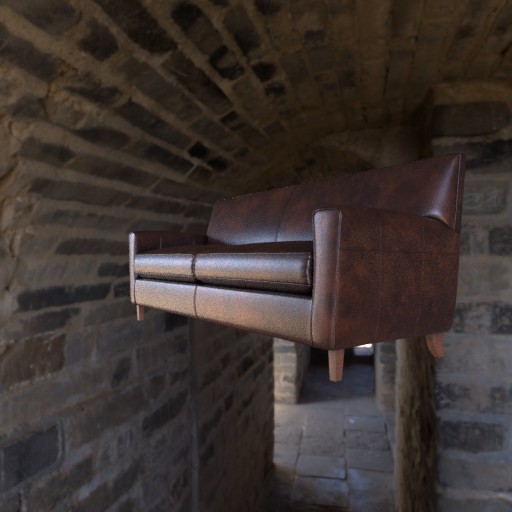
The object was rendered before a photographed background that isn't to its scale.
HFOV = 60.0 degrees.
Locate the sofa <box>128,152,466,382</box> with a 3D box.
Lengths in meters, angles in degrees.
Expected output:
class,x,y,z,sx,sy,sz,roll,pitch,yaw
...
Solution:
class,x,y,z,sx,sy,sz,roll,pitch,yaw
sofa,0.000,0.000,2.463,0.786,0.871,1.995,0,0,-36
